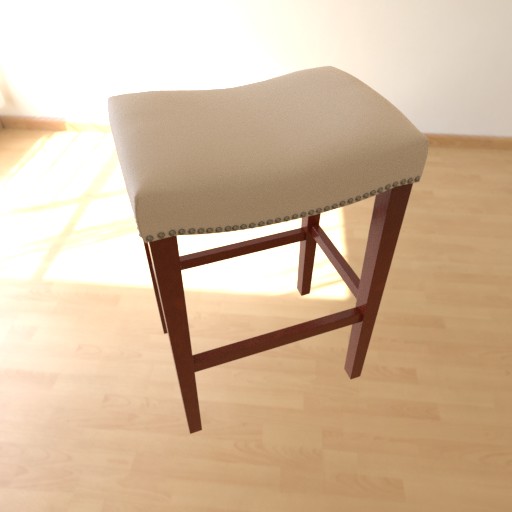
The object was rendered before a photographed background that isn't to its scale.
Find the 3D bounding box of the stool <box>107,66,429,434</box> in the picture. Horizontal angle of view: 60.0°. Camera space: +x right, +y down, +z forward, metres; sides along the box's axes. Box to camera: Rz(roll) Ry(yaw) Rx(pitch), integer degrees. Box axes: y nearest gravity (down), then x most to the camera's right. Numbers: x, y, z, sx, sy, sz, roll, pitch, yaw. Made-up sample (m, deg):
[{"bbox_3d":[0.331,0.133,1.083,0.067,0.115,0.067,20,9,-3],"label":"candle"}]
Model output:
[{"bbox_3d":[0.000,0.000,1.034,0.504,0.742,0.372,-14,45,-14],"label":"stool"}]
